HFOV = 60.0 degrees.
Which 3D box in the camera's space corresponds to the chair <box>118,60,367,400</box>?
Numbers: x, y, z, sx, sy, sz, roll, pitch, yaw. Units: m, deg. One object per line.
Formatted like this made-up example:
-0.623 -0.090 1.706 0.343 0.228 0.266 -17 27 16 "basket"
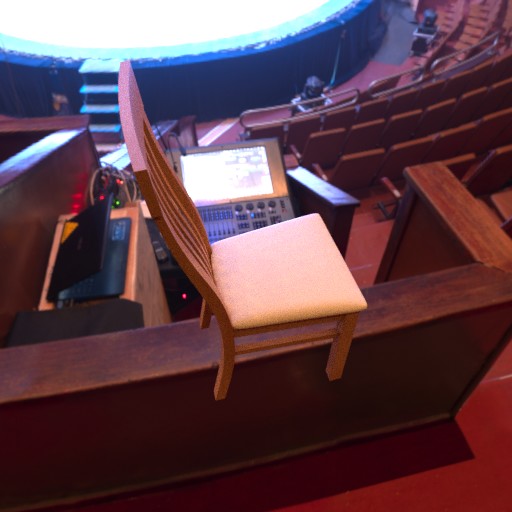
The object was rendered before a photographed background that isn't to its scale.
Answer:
0.000 0.000 1.343 0.580 1.050 0.450 -11 48 -10 "chair"
